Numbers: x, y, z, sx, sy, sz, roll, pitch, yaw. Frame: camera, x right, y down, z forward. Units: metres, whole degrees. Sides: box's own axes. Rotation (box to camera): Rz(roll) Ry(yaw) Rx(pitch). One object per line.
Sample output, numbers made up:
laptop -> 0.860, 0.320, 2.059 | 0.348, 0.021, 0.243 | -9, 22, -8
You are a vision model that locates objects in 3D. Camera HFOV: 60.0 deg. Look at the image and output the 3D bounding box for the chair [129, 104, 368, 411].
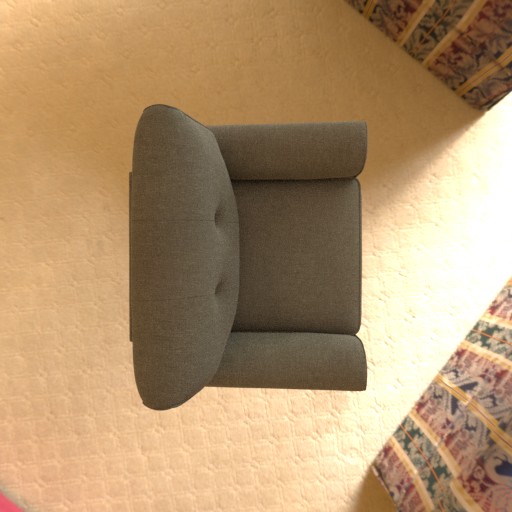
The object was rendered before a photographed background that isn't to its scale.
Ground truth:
chair -> 0.000, 0.000, 1.654 | 0.816, 0.890, 0.941 | 0, 91, 1
